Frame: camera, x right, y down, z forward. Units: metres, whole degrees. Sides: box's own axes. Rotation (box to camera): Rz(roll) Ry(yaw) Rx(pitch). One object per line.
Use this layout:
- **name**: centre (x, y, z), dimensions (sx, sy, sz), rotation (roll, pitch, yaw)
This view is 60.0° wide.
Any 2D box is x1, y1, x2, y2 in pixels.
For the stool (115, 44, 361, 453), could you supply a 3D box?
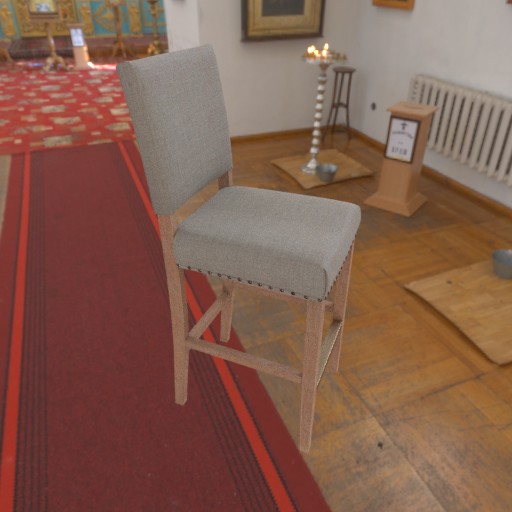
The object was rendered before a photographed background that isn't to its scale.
- **stool**: centre (0.000, 0.000, 1.454), dimensions (0.585, 1.203, 0.445), rotation (12, 33, 19)
